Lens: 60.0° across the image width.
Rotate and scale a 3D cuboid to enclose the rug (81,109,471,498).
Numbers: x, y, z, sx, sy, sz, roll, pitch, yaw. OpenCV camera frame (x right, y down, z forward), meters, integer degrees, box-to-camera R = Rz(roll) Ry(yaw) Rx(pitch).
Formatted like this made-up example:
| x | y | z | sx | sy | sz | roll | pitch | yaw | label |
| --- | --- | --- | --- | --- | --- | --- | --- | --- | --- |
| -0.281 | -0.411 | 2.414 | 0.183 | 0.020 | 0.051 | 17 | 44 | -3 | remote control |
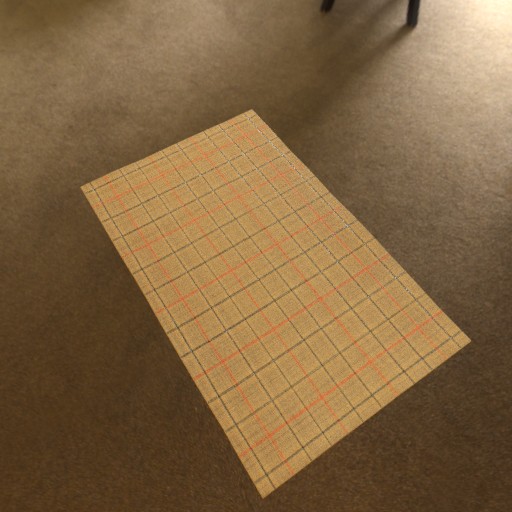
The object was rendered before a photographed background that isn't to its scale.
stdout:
| x | y | z | sx | sy | sz | roll | pitch | yaw | label |
| --- | --- | --- | --- | --- | --- | --- | --- | --- | --- |
| 0.000 | 0.000 | 2.993 | 1.524 | 0.015 | 2.439 | -30 | 64 | -16 | rug |
